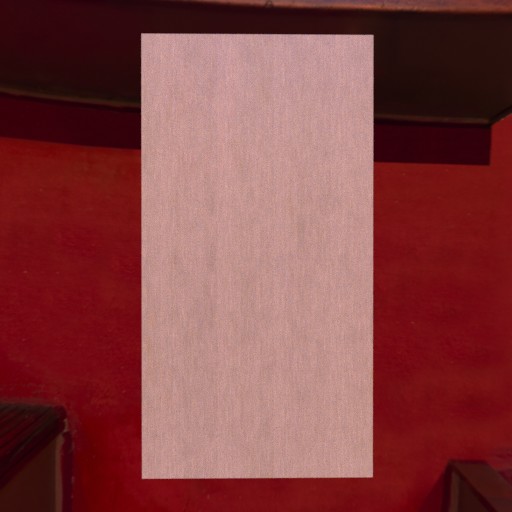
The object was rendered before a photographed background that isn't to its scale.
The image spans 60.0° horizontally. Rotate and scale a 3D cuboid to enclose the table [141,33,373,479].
[{"bbox_3d":[0.000,0.000,1.832,0.729,0.874,1.397,0,90,-1],"label":"table"}]
